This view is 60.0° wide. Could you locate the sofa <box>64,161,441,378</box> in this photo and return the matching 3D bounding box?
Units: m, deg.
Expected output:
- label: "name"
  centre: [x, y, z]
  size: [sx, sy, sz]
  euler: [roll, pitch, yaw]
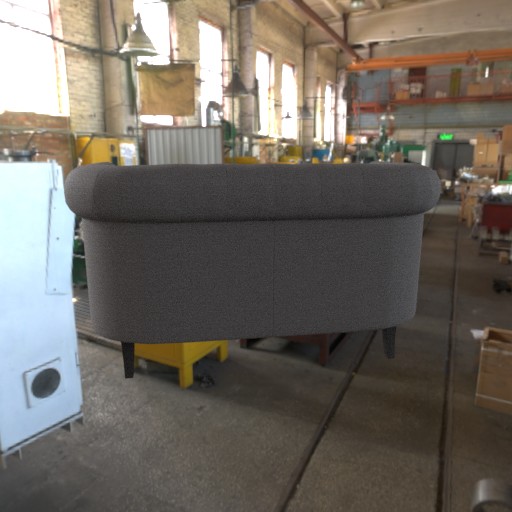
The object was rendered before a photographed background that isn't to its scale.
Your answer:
- label: "sofa"
  centre: [0.000, 0.000, 1.989]
  size: [1.558, 0.827, 0.835]
  euler: [-2, 13, -9]
